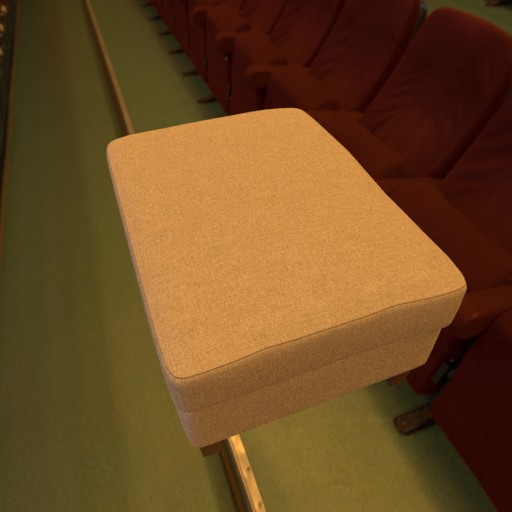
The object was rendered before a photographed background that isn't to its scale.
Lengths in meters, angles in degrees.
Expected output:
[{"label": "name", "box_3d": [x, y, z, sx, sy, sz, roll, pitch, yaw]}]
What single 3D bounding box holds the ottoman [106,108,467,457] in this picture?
[{"label": "ottoman", "box_3d": [0.000, 0.000, 1.294, 0.677, 0.519, 0.898, -15, 47, -15]}]
